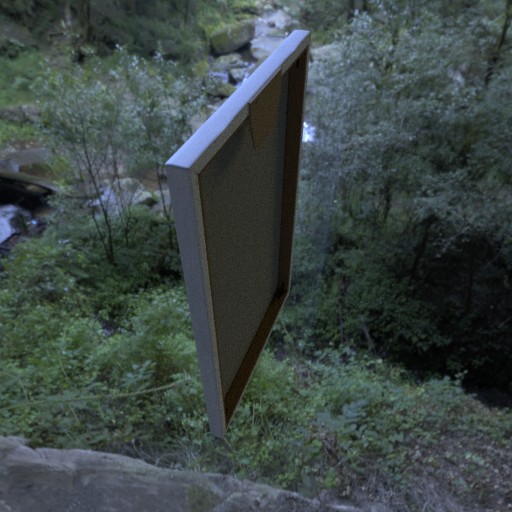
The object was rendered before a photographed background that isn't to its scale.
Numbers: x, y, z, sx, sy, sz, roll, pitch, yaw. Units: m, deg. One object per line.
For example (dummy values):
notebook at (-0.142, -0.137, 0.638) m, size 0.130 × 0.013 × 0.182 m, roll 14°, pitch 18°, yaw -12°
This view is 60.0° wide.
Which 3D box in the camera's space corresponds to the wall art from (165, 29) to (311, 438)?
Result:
wall art at (0.000, 0.000, 1.149) m, size 0.048 × 0.916 × 0.602 m, roll 16°, pitch 47°, yaw 15°
